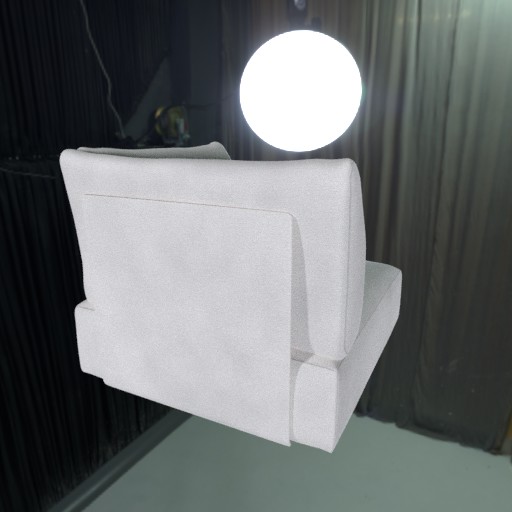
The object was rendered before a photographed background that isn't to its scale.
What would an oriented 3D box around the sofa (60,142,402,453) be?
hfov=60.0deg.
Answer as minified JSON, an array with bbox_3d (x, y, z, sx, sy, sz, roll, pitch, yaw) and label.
[{"bbox_3d":[0.000,0.000,1.699,1.000,0.820,1.000,8,18,26],"label":"sofa"}]
